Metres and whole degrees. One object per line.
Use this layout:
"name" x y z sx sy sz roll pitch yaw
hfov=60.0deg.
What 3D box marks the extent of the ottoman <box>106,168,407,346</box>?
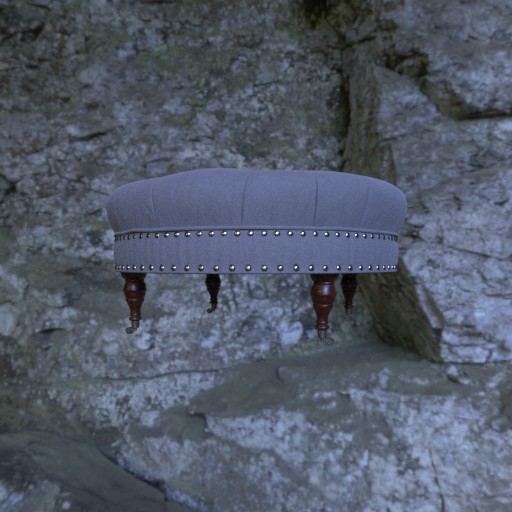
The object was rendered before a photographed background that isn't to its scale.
"ottoman" 0.000 0.000 1.393 0.901 0.439 0.901 0 -1 0
